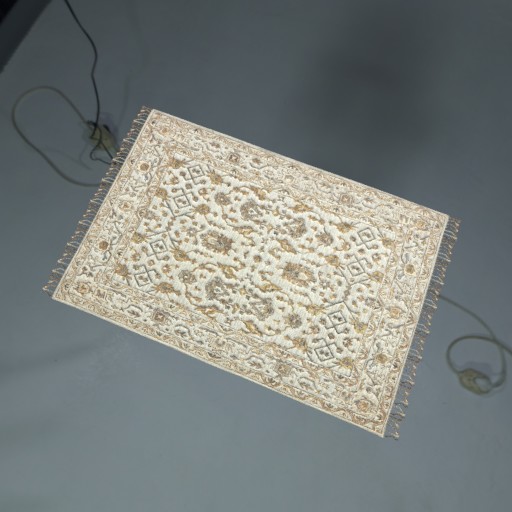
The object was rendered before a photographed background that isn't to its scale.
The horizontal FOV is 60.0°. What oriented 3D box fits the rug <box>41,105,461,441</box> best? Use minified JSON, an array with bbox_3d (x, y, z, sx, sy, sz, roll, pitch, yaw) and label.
[{"bbox_3d":[0.000,0.000,2.957,2.434,0.027,1.529,21,76,6],"label":"rug"}]
